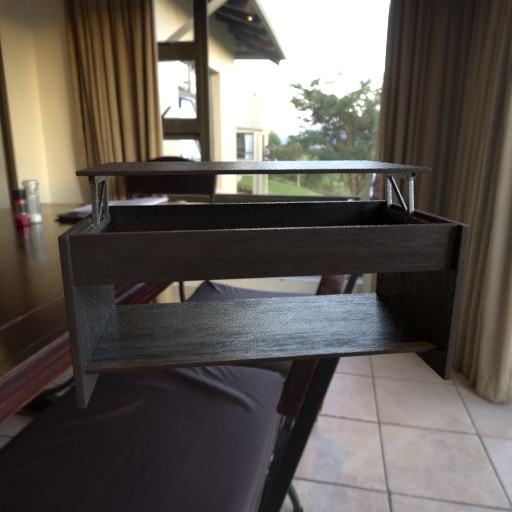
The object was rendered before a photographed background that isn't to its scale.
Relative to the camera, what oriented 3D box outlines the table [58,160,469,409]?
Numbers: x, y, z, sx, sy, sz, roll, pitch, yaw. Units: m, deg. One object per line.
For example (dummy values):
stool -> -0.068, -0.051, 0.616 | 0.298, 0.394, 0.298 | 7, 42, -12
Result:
table -> 0.000, 0.000, 1.440 | 1.000, 0.570, 0.712 | -2, 15, -8
